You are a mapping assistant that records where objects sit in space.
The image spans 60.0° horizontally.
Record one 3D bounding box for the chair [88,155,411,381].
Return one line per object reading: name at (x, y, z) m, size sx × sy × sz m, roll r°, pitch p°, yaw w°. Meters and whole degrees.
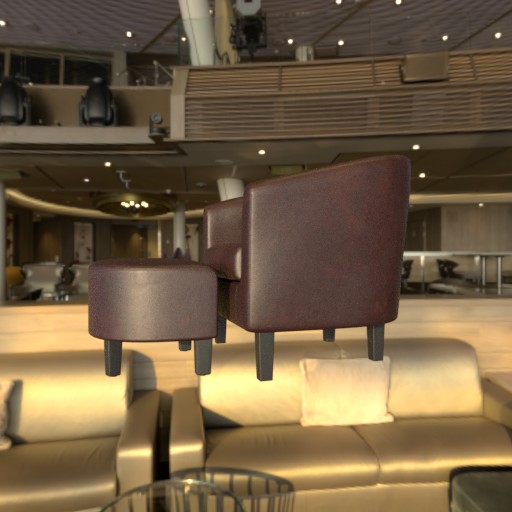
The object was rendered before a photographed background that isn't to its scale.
chair at (0.000, 0.000, 1.658) m, size 1.176 × 0.755 × 0.737 m, roll 0°, pitch 0°, yaw -18°
